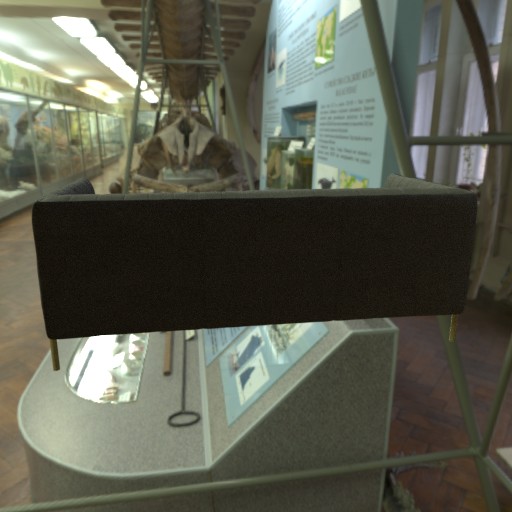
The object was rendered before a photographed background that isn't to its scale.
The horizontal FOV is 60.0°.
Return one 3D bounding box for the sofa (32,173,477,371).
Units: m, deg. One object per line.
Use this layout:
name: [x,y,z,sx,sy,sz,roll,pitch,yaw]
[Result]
sofa: [0.000,0.000,2.349,1.980,0.780,0.876,-2,16,-8]
